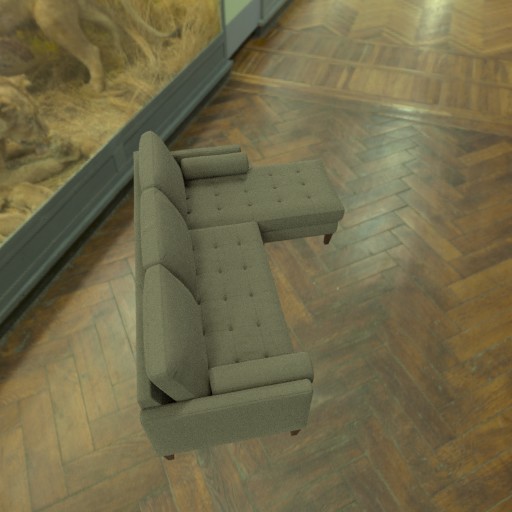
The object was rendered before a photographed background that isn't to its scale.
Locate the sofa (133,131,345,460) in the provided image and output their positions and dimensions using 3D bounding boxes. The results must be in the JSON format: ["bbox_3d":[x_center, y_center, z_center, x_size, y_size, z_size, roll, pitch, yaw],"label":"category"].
[{"bbox_3d":[0.000,0.000,2.964,1.506,0.875,2.178,-8,48,-7],"label":"sofa"}]
